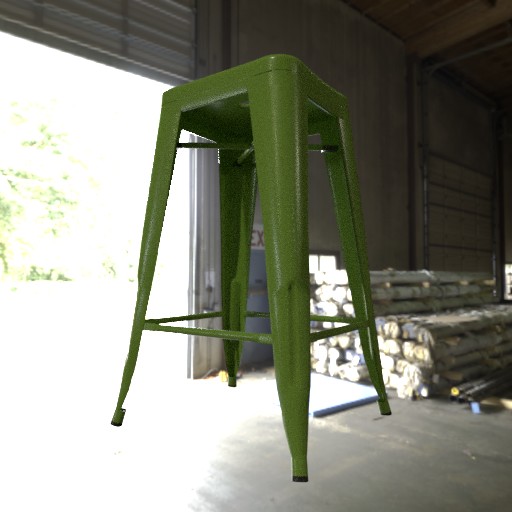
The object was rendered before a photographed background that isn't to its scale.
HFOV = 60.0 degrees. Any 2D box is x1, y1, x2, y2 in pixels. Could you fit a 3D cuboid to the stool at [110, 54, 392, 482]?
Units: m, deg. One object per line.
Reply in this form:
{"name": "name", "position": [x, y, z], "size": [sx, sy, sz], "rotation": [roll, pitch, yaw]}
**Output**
{"name": "stool", "position": [0.000, 0.000, 0.835], "size": [0.398, 0.609, 0.358], "rotation": [-2, -3, 35]}
